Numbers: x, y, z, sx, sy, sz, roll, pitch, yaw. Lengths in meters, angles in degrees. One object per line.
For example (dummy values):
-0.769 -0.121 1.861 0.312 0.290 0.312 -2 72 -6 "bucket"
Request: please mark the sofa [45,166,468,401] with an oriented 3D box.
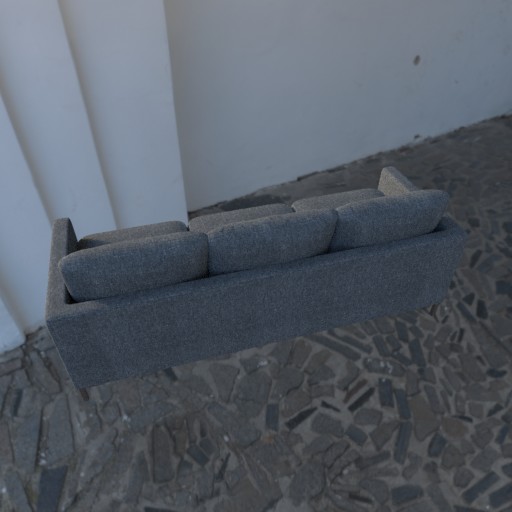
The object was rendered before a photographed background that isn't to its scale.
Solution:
0.000 0.000 2.652 2.218 0.874 0.859 -11 41 -13 "sofa"
